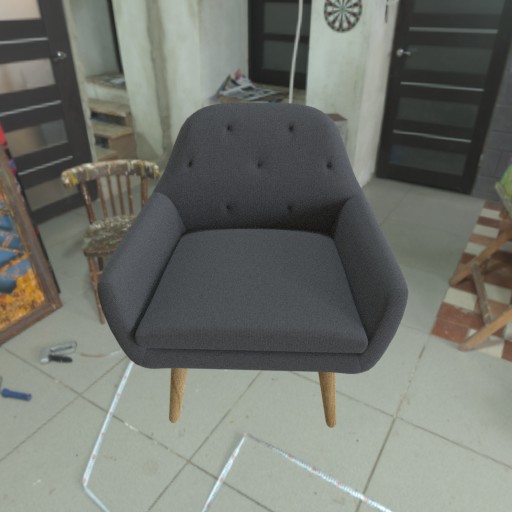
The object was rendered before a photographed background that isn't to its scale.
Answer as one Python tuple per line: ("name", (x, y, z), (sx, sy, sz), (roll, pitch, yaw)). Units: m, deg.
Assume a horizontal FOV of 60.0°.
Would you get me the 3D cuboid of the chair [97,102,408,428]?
("chair", (0.000, 0.000, 1.423), (0.770, 0.800, 0.779), (1, 31, 2))
